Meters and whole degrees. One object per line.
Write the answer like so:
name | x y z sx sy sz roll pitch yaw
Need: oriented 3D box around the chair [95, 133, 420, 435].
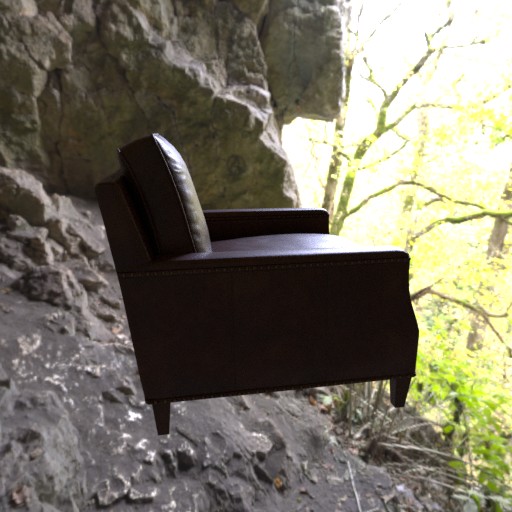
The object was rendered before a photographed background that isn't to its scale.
chair | 0.000 0.000 1.732 1.014 0.929 0.853 -3 16 -10
